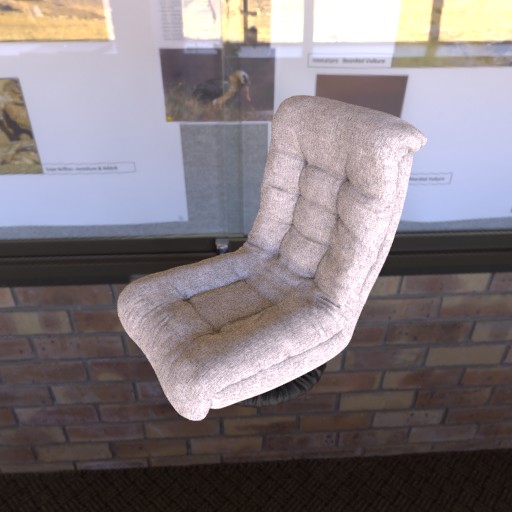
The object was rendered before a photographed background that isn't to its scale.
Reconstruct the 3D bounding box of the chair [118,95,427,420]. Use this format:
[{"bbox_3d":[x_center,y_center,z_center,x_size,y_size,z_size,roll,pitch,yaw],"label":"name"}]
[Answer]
[{"bbox_3d":[0.000,0.000,0.994,0.583,0.600,0.400,-20,37,-29],"label":"chair"}]
